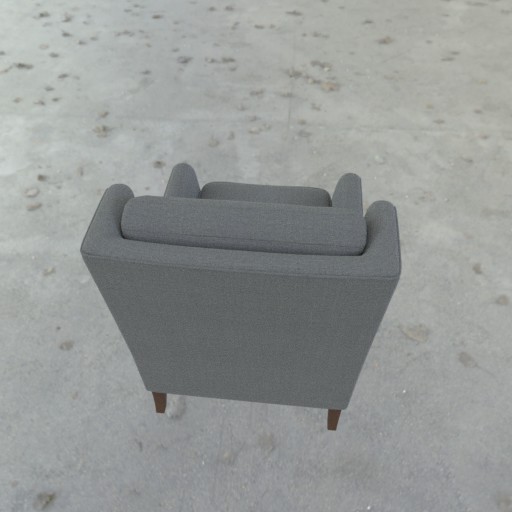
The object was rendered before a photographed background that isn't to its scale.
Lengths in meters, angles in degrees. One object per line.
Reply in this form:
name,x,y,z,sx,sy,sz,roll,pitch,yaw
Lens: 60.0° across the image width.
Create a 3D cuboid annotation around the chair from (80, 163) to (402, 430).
chair,0.000,0.000,1.801,0.866,1.056,1.040,4,46,4
